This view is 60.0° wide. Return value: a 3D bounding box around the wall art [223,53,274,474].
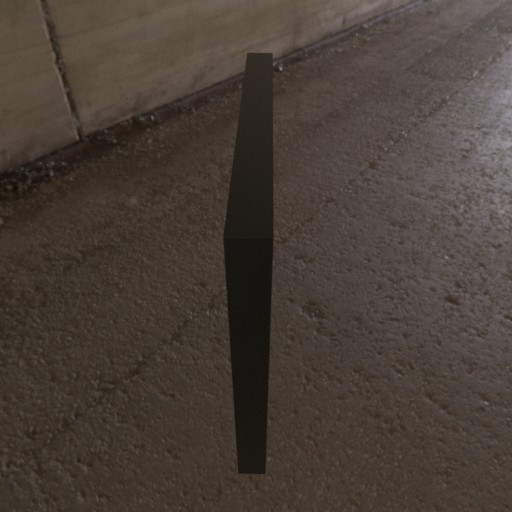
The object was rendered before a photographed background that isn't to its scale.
[{"bbox_3d":[0.000,0.000,0.480,0.029,0.318,0.327,1,42,1],"label":"wall art"}]
